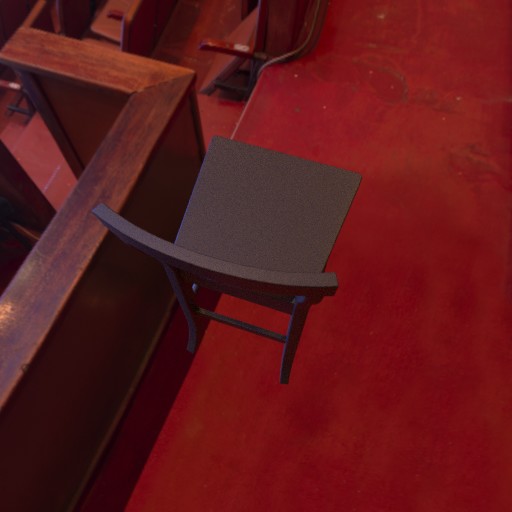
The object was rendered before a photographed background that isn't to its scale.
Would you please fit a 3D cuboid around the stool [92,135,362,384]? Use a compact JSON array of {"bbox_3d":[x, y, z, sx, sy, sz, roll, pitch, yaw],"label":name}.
[{"bbox_3d":[0.000,0.000,1.285,0.452,0.989,0.559,17,65,8],"label":"stool"}]
